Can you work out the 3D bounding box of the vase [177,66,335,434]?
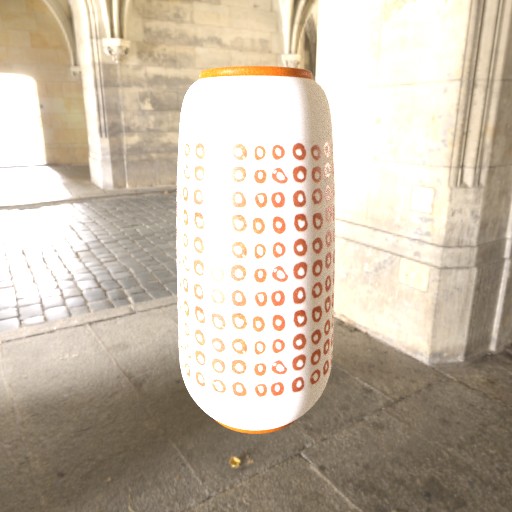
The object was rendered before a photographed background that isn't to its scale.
[{"bbox_3d":[0.000,0.000,0.366,0.133,0.282,0.133,0,17,0],"label":"vase"}]
